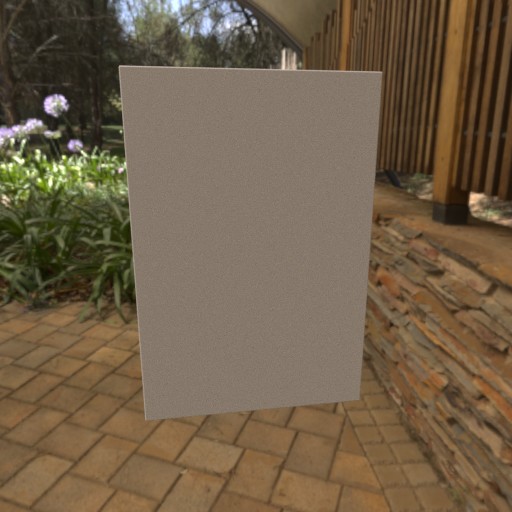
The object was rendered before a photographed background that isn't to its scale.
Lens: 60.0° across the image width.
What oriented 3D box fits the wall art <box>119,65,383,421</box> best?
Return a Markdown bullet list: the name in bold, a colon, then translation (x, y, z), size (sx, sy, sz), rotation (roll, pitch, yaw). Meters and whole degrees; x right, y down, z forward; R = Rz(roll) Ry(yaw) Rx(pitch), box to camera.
- **wall art**: translation (0.000, 0.000, 1.040), size (0.556, 0.813, 0.026), rotation (-2, 15, -9)
